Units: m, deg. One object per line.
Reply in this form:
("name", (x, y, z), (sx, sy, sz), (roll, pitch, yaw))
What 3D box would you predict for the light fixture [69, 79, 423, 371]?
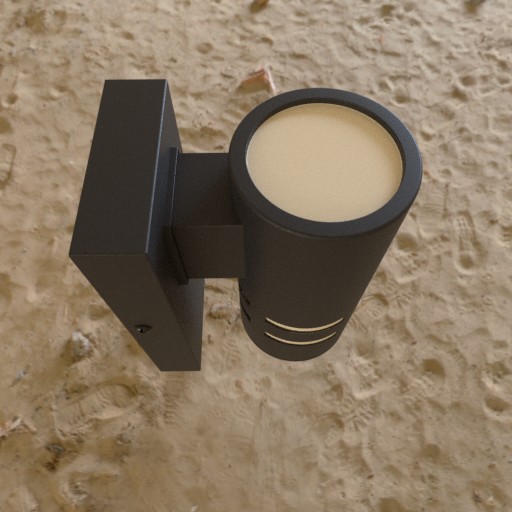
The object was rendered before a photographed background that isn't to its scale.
("light fixture", (0.000, 0.000, 0.262), (0.138, 0.179, 0.098), (-1, 62, 0))
